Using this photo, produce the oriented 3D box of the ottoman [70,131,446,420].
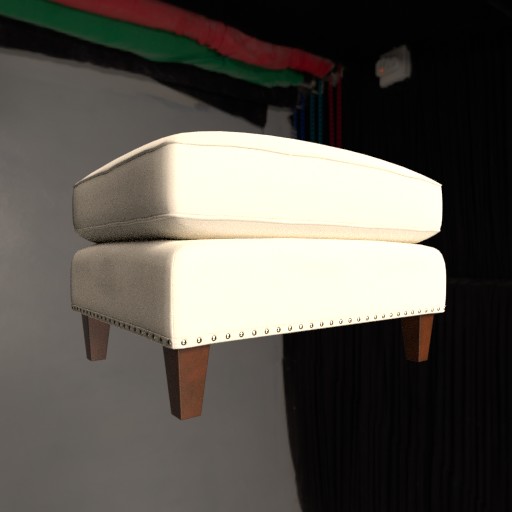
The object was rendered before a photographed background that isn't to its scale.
[{"bbox_3d":[0.000,0.000,1.098,0.741,0.513,0.584,0,0,-36],"label":"ottoman"}]
